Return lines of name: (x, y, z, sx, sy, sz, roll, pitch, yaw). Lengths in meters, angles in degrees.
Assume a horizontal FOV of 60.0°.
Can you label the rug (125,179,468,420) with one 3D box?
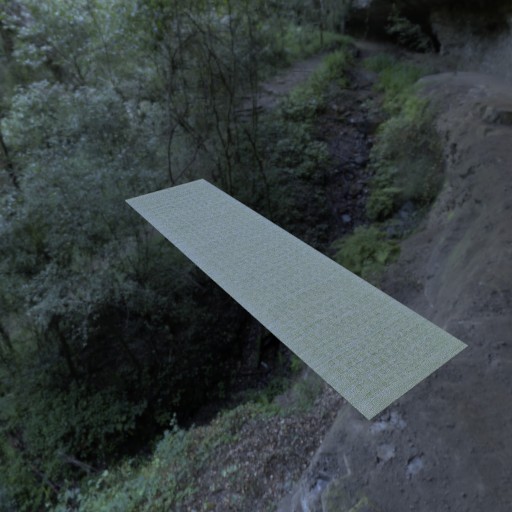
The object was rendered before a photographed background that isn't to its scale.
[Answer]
rug: (0.000, 0.000, 2.737, 0.686, 0.006, 2.437, -22, 39, -30)
